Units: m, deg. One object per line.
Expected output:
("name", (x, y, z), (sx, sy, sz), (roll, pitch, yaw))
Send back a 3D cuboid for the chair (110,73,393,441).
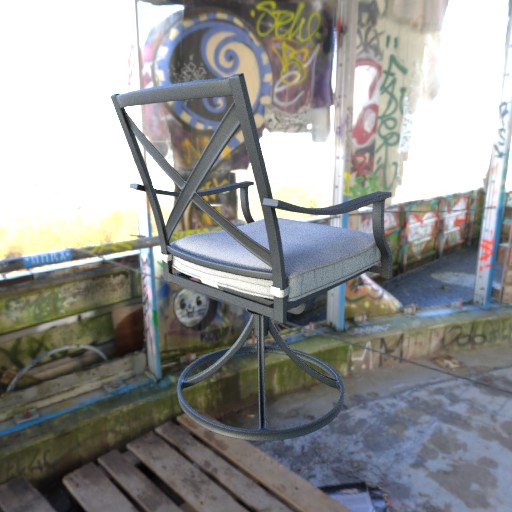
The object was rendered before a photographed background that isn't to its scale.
("chair", (0.000, 0.000, 1.294), (0.575, 0.889, 0.620), (13, 19, 43))
